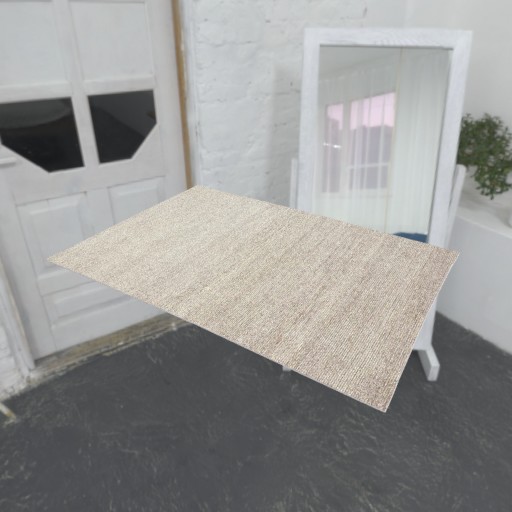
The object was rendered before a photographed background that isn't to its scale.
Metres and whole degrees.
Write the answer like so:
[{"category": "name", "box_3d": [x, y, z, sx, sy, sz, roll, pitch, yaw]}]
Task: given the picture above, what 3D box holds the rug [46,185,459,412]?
[{"category": "rug", "box_3d": [0.000, 0.000, 3.016, 2.342, 0.030, 1.609, 18, 35, 28]}]
